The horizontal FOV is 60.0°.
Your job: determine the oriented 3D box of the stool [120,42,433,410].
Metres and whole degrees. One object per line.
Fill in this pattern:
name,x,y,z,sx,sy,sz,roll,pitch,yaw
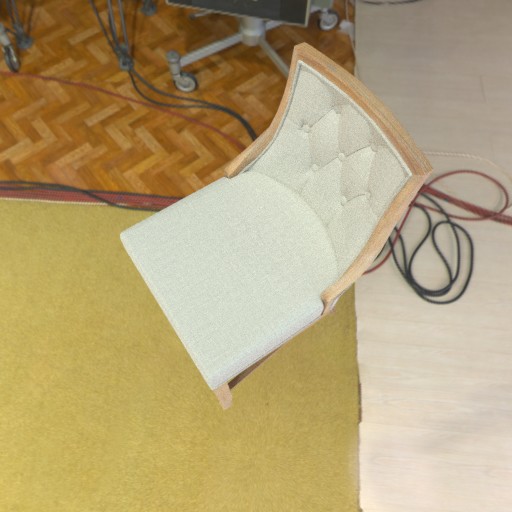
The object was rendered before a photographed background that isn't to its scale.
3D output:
stool,0.000,0.000,1.318,0.626,0.938,0.524,-31,69,-13
